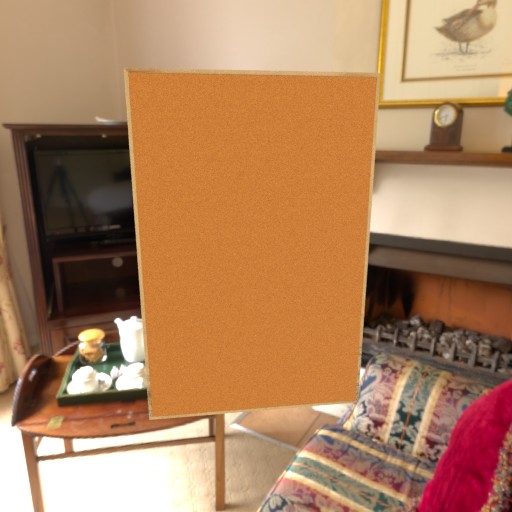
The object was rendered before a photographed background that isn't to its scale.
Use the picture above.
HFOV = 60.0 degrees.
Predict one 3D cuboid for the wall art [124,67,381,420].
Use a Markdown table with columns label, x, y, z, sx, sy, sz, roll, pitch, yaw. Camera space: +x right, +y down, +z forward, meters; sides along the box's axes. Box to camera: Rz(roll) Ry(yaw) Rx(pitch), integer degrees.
| label | x | y | z | sx | sy | sz | roll | pitch | yaw |
| --- | --- | --- | --- | --- | --- | --- | --- | --- | --- |
| wall art | 0.000 | 0.000 | 0.986 | 0.508 | 0.764 | 0.038 | -2 | 15 | -8 |
